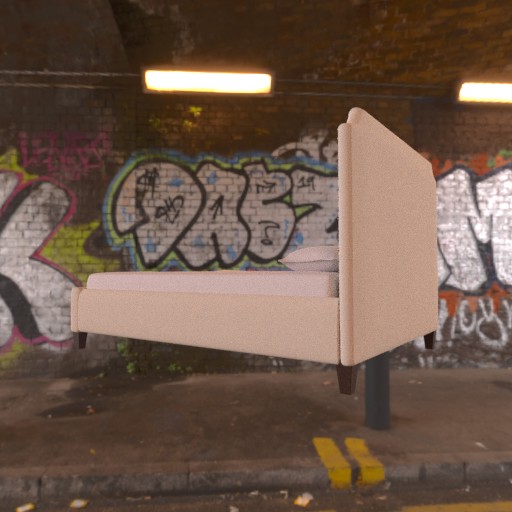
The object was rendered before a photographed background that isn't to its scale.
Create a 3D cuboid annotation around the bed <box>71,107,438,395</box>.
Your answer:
[{"bbox_3d":[0.000,0.000,3.475,2.372,1.443,1.712,-2,-3,35],"label":"bed"}]
